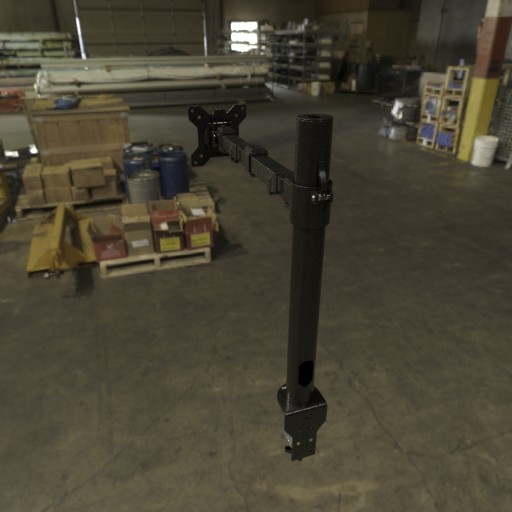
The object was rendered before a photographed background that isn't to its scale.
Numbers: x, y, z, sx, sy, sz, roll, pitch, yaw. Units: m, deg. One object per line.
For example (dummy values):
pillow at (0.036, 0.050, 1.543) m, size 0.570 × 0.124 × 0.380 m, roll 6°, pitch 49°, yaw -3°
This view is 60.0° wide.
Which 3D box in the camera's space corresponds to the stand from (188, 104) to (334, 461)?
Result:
stand at (0.000, 0.000, 0.746) m, size 0.115 × 0.510 × 0.456 m, roll -9°, pitch 27°, yaw -17°
